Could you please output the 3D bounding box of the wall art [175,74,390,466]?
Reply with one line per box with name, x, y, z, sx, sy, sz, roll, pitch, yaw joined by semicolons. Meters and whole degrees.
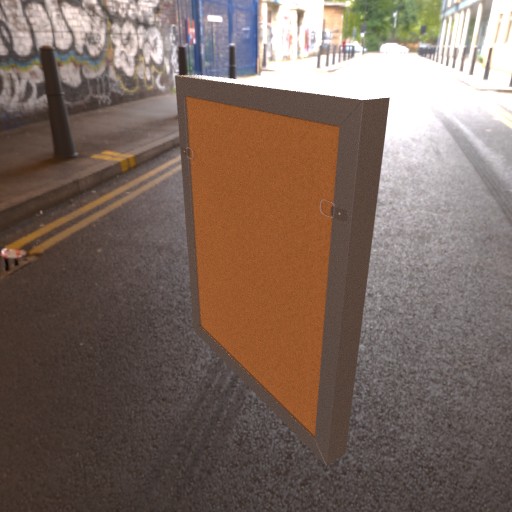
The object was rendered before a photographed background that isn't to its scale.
wall art;0.000;0.000;0.521;0.030;0.379;0.308;-17;31;-31
